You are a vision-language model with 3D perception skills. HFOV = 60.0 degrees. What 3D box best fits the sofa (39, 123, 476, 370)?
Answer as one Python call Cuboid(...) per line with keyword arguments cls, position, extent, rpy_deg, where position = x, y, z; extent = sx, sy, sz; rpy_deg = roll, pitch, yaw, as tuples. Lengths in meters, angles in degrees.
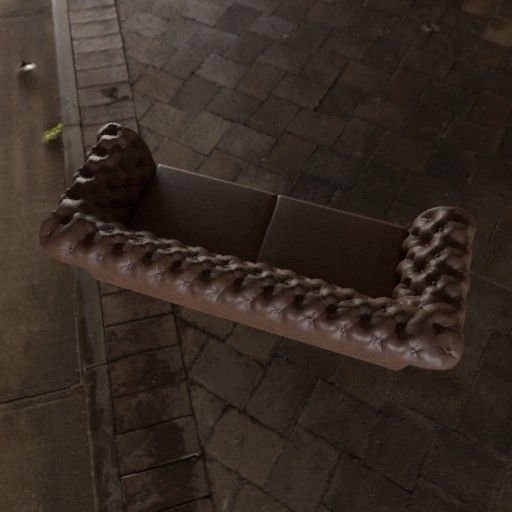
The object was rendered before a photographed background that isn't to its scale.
Cuboid(cls="sofa", position=(0.000, 0.000, 2.763), extent=(2.385, 0.783, 0.944), rpy_deg=(16, 64, 8))
